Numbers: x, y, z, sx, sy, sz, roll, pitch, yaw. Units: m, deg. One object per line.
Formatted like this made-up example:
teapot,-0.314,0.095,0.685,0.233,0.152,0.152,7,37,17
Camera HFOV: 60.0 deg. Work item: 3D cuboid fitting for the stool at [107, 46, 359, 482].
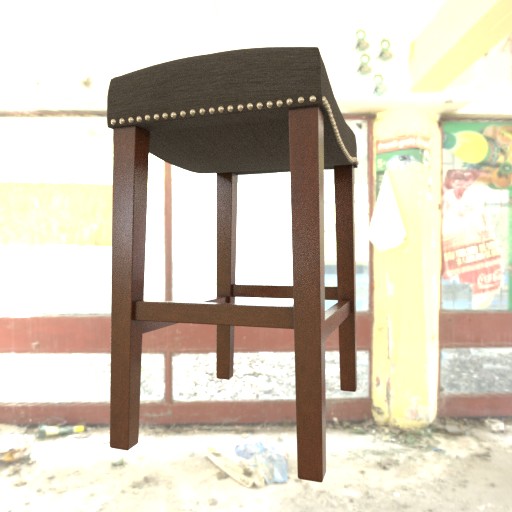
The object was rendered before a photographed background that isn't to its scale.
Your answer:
stool,0.000,0.000,0.920,0.372,0.654,0.504,0,0,19
